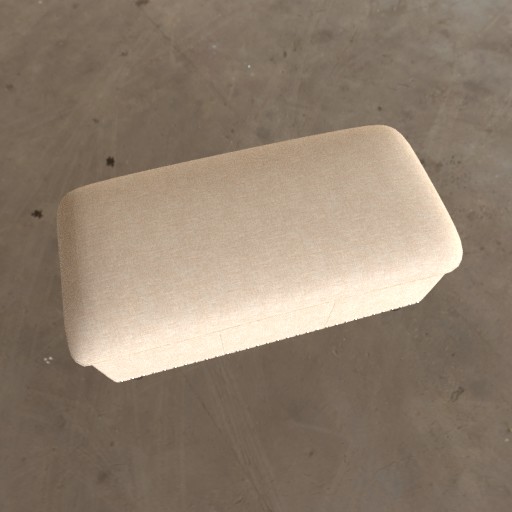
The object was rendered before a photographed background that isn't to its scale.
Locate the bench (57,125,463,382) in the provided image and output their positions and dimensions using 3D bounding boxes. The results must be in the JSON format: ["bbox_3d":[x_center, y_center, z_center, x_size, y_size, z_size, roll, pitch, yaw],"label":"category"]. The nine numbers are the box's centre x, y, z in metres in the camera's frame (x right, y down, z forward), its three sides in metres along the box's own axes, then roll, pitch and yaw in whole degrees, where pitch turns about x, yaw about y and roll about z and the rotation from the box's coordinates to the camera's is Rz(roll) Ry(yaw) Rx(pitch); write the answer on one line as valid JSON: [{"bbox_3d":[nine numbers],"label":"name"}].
[{"bbox_3d":[0.000,0.000,1.273,0.991,0.483,0.483,-14,63,-7],"label":"bench"}]
